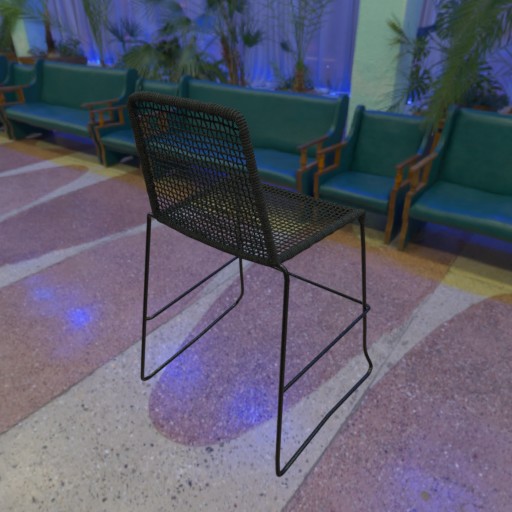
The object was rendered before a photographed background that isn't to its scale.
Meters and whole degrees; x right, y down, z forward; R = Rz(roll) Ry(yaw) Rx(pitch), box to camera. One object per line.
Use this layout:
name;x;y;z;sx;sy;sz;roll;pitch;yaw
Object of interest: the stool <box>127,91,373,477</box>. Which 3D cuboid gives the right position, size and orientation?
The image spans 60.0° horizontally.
stool;0.000;0.000;1.211;0.590;0.905;0.509;22;37;32
